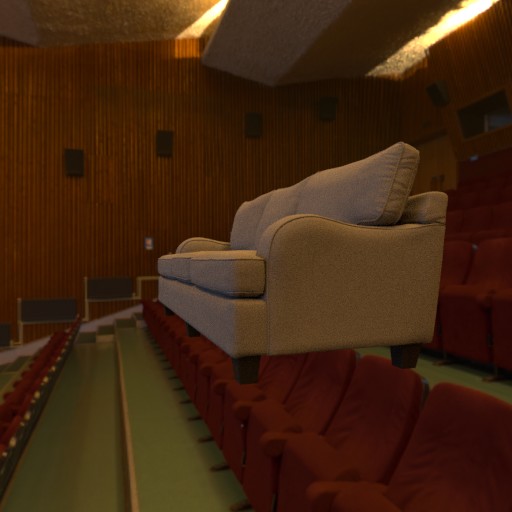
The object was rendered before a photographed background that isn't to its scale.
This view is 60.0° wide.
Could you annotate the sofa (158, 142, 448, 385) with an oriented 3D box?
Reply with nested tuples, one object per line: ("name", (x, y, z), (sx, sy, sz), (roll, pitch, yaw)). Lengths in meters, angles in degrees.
("sofa", (0.000, 0.000, 2.862), (1.016, 0.991, 2.323), (0, 0, -19))
